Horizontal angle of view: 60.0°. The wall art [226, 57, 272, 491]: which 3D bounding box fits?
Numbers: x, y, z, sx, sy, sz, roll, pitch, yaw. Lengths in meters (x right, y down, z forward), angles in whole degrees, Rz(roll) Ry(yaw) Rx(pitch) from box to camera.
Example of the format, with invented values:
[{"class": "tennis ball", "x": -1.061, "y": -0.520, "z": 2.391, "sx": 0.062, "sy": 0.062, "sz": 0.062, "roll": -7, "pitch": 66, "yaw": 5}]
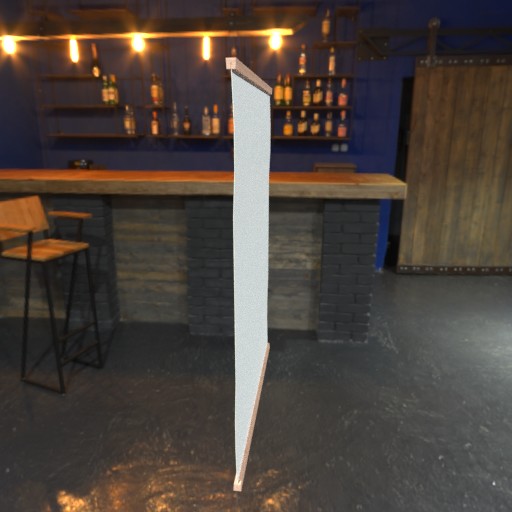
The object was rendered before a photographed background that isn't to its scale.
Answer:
[{"class": "wall art", "x": 0.000, "y": 0.000, "z": 1.335, "sx": 0.020, "sy": 1.013, "sz": 0.758, "roll": 2, "pitch": 17, "yaw": 7}]
